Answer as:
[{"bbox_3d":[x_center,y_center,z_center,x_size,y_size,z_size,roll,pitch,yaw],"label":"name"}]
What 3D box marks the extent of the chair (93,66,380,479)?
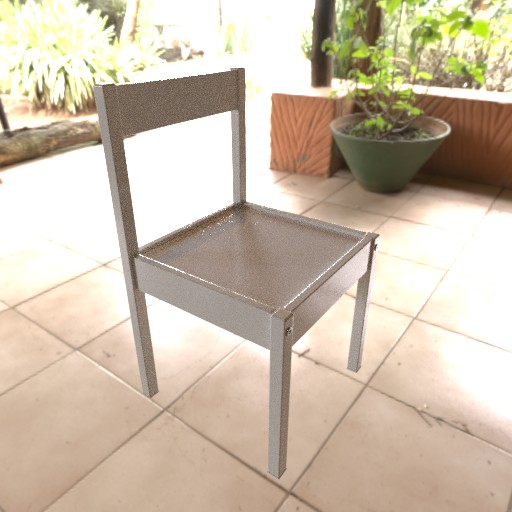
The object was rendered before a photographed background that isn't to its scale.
[{"bbox_3d":[0.000,0.000,0.681,0.285,0.505,0.285,18,33,31],"label":"chair"}]
